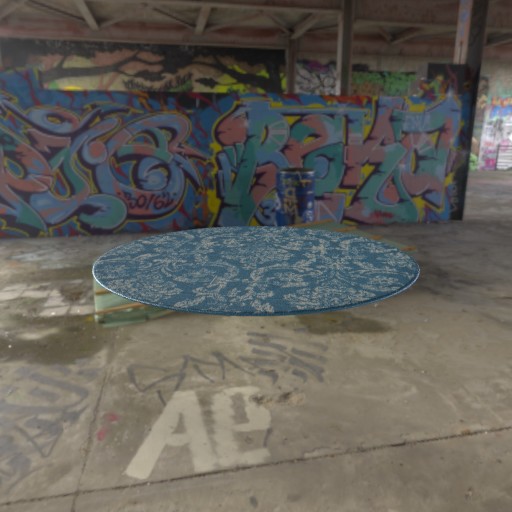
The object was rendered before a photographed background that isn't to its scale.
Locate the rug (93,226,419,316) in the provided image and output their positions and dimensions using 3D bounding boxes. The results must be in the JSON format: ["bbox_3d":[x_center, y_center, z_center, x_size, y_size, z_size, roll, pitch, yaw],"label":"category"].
[{"bbox_3d":[0.000,0.000,2.293,1.593,0.012,1.593,0,15,0],"label":"rug"}]
